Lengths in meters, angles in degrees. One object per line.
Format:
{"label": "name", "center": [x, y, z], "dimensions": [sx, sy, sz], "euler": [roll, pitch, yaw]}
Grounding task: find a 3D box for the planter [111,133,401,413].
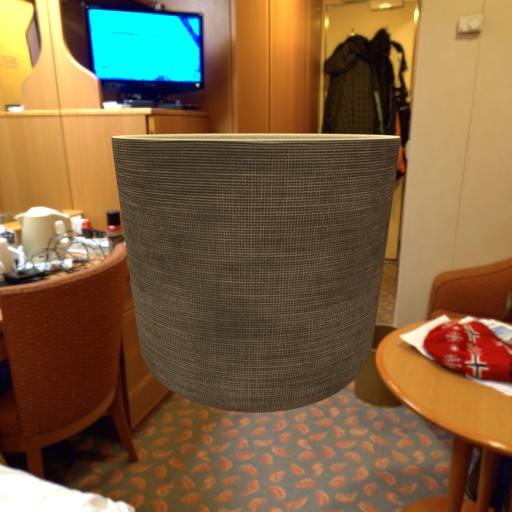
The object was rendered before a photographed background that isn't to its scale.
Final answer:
{"label": "planter", "center": [0.000, 0.000, 0.761], "dimensions": [0.440, 0.398, 0.440], "euler": [0, 16, 0]}
